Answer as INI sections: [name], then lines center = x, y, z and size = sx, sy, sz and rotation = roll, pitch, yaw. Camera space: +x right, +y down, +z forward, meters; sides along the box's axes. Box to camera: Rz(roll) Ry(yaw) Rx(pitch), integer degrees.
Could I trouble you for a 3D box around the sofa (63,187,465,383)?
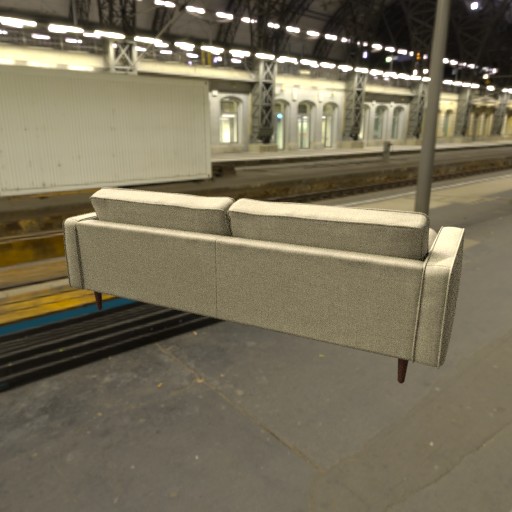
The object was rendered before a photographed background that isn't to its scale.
[sofa]
center = 0.000, 0.000, 2.632
size = 2.211, 0.762, 0.914
rotation = 8, 18, 26
